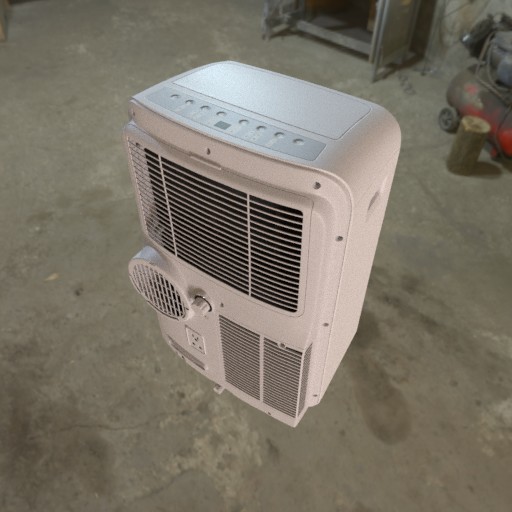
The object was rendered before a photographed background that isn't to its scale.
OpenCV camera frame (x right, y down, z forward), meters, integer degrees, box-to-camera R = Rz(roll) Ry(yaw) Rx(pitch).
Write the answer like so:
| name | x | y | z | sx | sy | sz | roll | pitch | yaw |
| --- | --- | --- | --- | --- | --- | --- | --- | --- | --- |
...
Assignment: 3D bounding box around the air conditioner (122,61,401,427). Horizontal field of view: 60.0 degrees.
| name | x | y | z | sx | sy | sz | roll | pitch | yaw |
| --- | --- | --- | --- | --- | --- | --- | --- | --- | --- |
| air conditioner | 0.000 | 0.000 | 0.940 | 0.454 | 0.700 | 0.365 | 26 | 52 | 23 |
